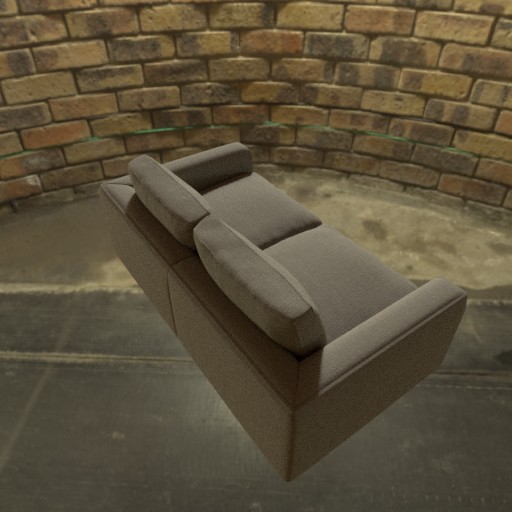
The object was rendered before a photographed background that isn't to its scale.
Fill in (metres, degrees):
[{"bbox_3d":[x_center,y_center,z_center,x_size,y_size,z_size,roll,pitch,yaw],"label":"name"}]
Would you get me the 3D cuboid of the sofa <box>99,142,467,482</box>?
[{"bbox_3d":[0.000,0.000,2.447,1.069,0.800,1.920,-25,46,-26],"label":"sofa"}]
